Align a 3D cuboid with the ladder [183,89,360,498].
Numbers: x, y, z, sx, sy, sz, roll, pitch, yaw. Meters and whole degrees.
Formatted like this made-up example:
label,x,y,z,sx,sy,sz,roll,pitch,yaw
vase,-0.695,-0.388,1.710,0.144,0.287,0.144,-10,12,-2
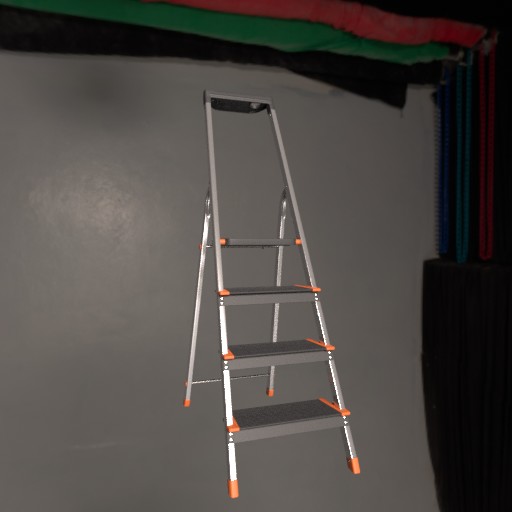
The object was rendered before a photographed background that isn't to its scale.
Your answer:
label,x,y,z,sx,sy,sz,roll,pitch,yaw
ladder,0.000,0.000,1.776,0.452,1.429,0.834,-1,2,-19
